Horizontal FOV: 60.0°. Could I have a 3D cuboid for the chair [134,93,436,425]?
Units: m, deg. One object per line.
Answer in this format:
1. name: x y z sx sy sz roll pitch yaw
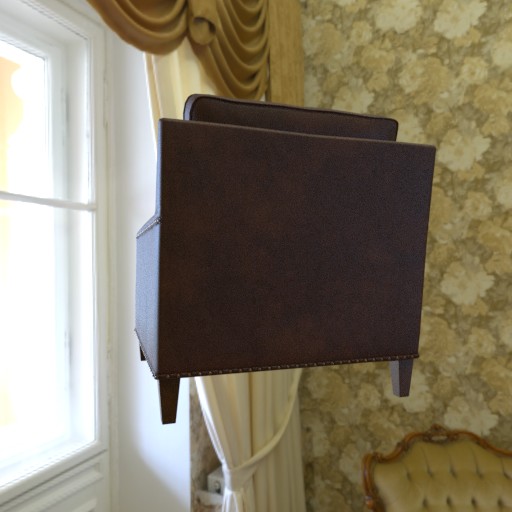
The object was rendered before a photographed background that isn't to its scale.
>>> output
1. chair: 0.000 0.000 1.705 0.853 0.929 1.014 0 -1 -19
